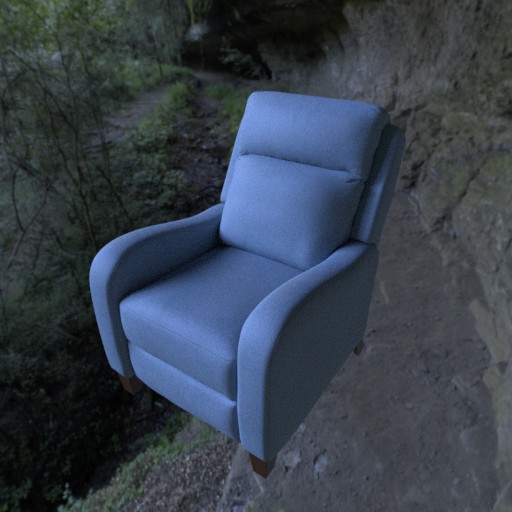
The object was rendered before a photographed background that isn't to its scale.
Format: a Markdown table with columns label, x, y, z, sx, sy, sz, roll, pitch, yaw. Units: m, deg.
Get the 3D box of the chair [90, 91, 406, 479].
| label | x | y | z | sx | sy | sz | roll | pitch | yaw |
| --- | --- | --- | --- | --- | --- | --- | --- | --- | --- |
| chair | 0.000 | 0.000 | 1.702 | 0.785 | 1.067 | 0.988 | 19 | 35 | 30 |
